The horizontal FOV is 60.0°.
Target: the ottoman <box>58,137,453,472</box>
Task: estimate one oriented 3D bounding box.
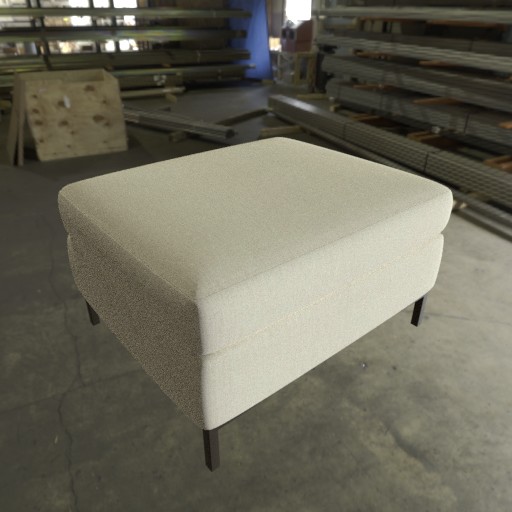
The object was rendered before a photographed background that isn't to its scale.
[{"bbox_3d":[0.000,0.000,1.179,0.794,0.453,0.657,-22,36,-34],"label":"ottoman"}]
